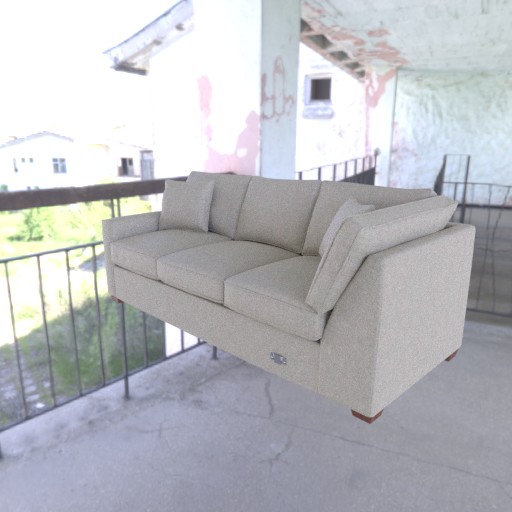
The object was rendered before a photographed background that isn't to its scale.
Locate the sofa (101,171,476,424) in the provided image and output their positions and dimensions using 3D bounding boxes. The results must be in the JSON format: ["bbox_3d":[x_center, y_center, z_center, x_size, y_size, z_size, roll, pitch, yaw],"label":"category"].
[{"bbox_3d":[0.000,0.000,2.870,2.317,0.962,1.061,14,20,43],"label":"sofa"}]
